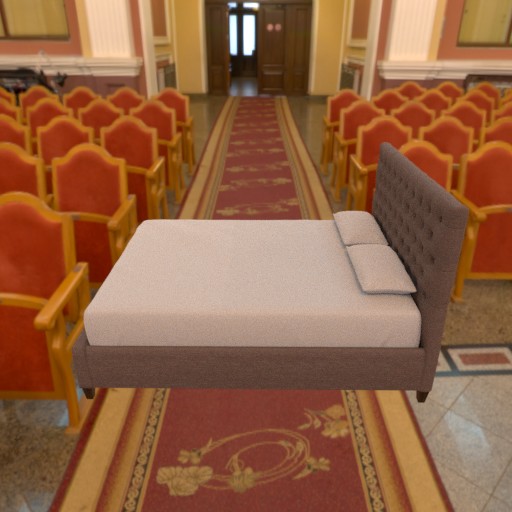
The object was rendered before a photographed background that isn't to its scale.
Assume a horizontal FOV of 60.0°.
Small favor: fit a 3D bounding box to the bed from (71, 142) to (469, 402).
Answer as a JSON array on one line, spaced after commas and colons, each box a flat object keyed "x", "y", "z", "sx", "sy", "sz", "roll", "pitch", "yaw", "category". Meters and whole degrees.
[{"x": 0.000, "y": 0.000, "z": 3.469, "sx": 2.387, "sy": 1.427, "sz": 1.698, "roll": 0, "pitch": 26, "yaw": 1, "category": "bed"}]
